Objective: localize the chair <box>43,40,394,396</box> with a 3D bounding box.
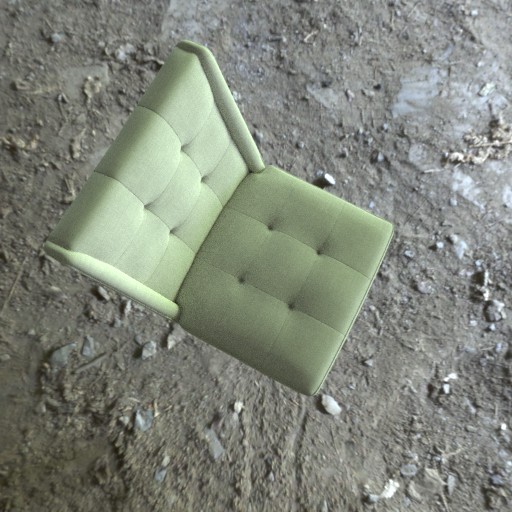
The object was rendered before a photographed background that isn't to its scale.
[{"bbox_3d":[0.000,0.000,1.287,0.676,0.853,0.569,27,78,6],"label":"chair"}]
